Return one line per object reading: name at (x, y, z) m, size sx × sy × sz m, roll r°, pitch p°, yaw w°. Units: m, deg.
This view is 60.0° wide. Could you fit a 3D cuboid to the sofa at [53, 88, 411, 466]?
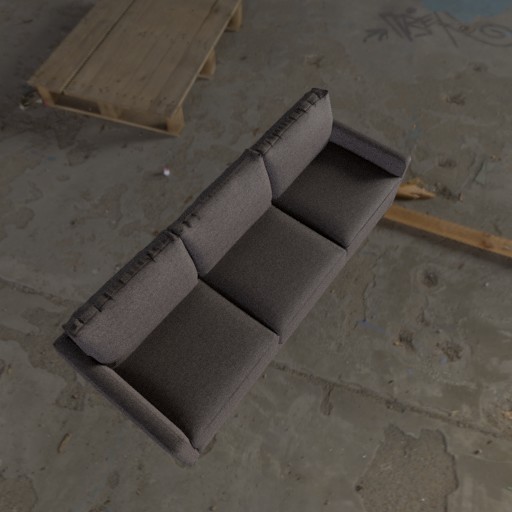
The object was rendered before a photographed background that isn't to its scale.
sofa at (0.000, 0.000, 2.669) m, size 0.876 × 0.882 × 2.253 m, roll 33°, pitch 65°, yaw 18°
